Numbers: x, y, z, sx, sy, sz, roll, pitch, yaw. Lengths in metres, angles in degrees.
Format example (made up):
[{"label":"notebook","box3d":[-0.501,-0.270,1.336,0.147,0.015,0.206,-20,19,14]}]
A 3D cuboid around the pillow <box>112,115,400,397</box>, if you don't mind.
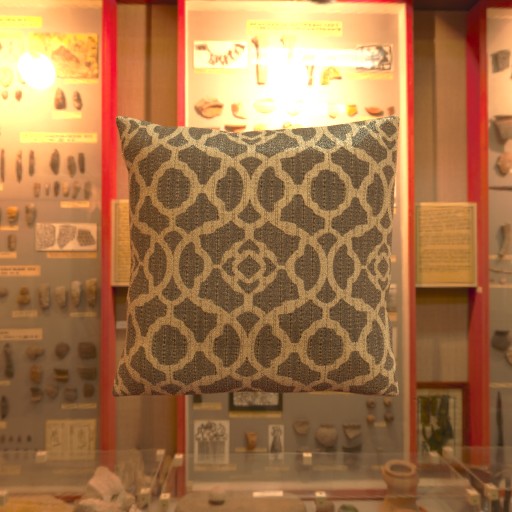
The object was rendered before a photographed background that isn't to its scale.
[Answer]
[{"label":"pillow","box3d":[0.000,0.000,0.788,0.508,0.498,0.215,0,0,0]}]
